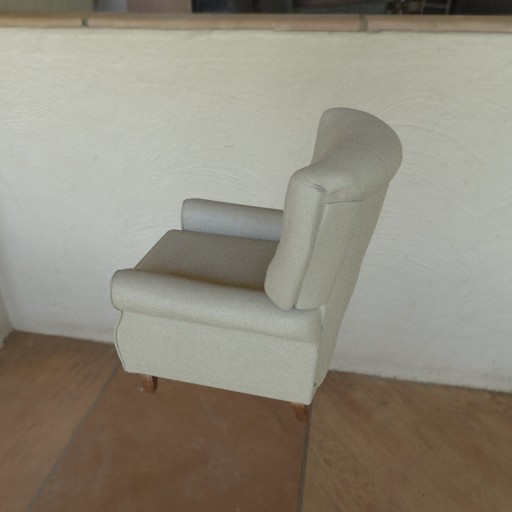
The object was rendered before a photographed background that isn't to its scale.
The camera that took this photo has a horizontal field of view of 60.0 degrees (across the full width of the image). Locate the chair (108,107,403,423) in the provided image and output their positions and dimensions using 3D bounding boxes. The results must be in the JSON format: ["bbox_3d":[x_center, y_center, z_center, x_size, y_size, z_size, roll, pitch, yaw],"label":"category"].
[{"bbox_3d":[0.000,0.000,1.912,1.059,1.158,0.943,7,31,12],"label":"chair"}]
